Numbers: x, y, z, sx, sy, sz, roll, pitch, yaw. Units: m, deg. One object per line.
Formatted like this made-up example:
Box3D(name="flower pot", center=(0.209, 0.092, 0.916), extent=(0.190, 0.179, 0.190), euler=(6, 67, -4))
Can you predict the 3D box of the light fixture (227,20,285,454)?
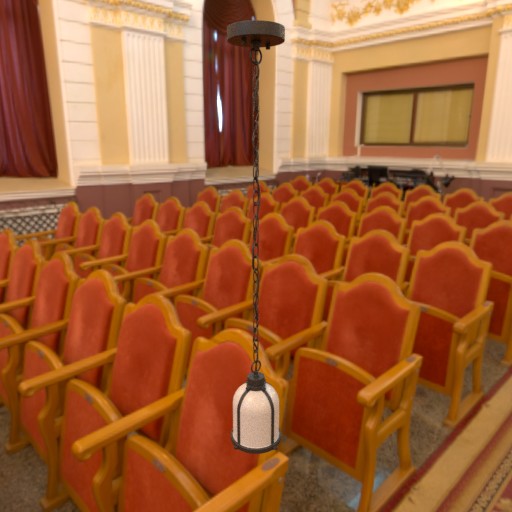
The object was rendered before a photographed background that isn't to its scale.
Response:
Box3D(name="light fixture", center=(0.000, 0.000, 1.258), extent=(0.178, 1.181, 0.178), euler=(-13, 19, -42))
